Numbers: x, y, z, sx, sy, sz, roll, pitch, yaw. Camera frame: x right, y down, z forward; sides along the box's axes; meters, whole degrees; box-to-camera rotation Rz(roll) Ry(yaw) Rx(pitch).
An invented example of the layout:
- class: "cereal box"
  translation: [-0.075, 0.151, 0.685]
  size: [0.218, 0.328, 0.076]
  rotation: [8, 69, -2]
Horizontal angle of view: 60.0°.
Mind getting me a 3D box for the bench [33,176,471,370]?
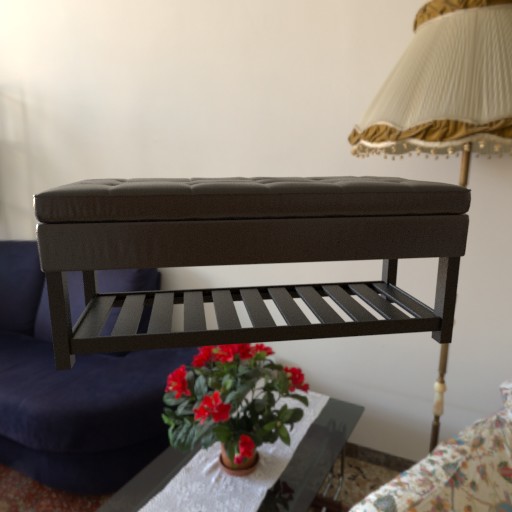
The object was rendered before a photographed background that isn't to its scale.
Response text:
- class: "bench"
  translation: [0.000, 0.000, 1.334]
  size: [1.105, 0.460, 0.432]
  rotation: [-2, 13, -9]
